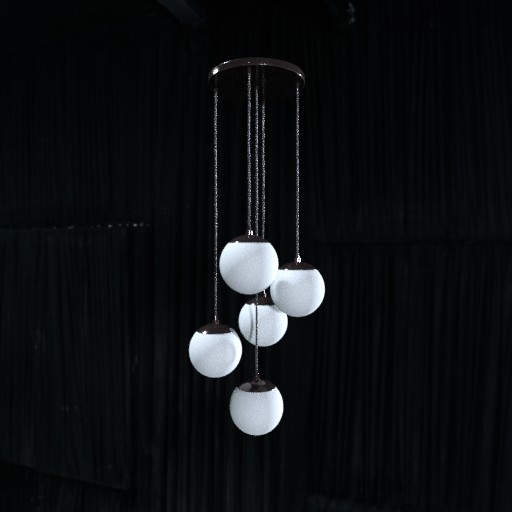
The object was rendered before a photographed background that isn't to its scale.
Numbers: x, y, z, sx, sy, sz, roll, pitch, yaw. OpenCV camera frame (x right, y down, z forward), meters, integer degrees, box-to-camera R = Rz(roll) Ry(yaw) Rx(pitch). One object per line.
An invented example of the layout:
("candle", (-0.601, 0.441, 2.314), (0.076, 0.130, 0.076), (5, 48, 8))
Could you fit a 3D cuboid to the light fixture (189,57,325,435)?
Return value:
("light fixture", (0.000, 0.000, 1.594), (0.484, 1.271, 0.489), (0, 0, 19))
